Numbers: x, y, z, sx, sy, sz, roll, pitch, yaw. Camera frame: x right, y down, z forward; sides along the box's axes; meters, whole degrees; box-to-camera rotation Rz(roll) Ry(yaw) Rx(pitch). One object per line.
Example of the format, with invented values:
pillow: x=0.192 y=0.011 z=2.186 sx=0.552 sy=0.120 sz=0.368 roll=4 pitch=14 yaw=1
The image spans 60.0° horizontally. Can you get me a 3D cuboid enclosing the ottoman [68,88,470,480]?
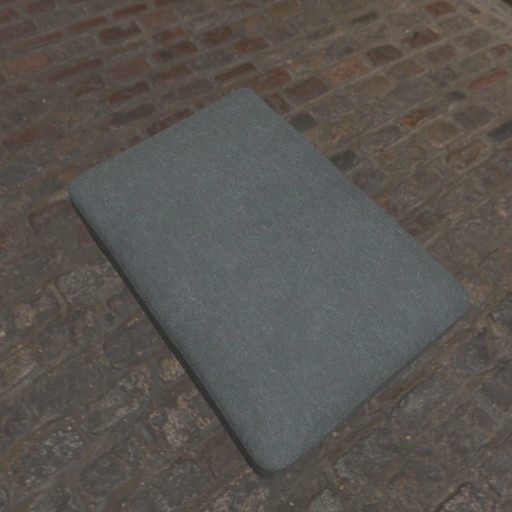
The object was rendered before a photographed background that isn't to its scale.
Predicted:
ottoman: x=0.000 y=0.000 z=1.562 sx=0.840 sy=0.429 sz=1.199 roll=-34 pitch=67 yaw=-17
